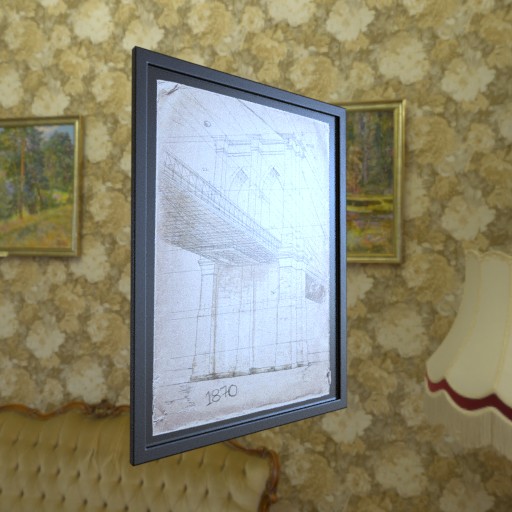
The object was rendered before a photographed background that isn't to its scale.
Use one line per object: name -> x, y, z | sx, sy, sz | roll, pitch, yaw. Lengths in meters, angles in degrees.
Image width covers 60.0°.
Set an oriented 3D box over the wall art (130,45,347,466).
wall art -> 0.000, 0.000, 0.838 | 0.480, 0.657, 0.016 | 1, -1, -36
